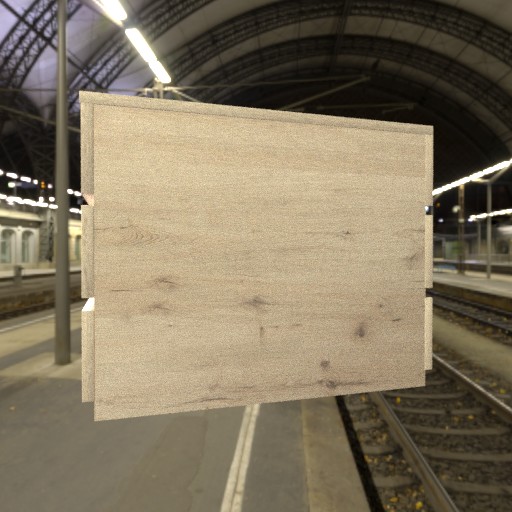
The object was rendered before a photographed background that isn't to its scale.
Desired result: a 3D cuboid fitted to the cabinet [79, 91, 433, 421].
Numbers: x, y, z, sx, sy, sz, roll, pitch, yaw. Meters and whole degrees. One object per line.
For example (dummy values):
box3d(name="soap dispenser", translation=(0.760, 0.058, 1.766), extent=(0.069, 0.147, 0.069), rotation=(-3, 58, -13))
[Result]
box3d(name="cabinet", translation=(0.000, 0.000, 1.448), extent=(1.040, 0.820, 0.420), rotation=(0, 1, -17))
